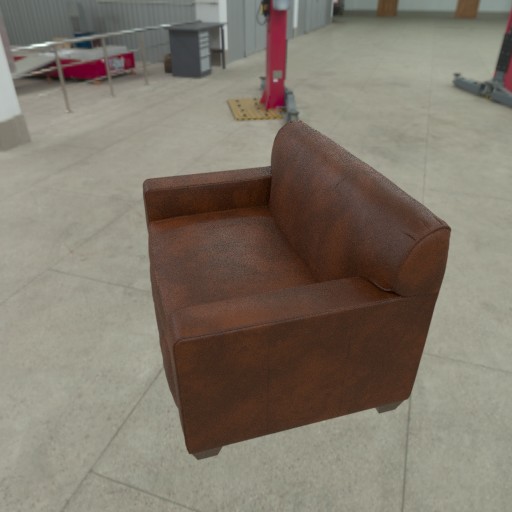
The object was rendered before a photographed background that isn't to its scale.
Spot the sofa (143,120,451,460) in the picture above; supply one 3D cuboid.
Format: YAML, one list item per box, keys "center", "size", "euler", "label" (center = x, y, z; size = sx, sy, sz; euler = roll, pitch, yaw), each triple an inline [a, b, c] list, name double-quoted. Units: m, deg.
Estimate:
- center: [0.000, 0.000, 2.104]
  size: [1.000, 0.956, 1.413]
  euler: [-9, 33, -14]
  label: "sofa"
